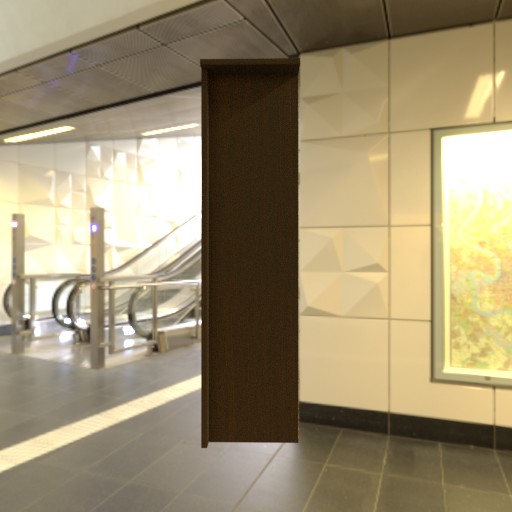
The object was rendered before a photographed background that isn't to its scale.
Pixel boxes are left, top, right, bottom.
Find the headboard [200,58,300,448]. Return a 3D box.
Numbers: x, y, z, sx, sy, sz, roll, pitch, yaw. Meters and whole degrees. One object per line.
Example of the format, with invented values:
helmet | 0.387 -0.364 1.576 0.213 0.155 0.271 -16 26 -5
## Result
headboard | 0.000 0.000 2.063 0.279 1.092 1.671 0 0 1
